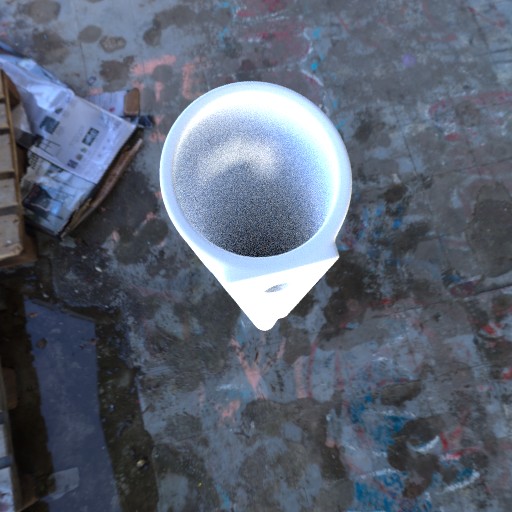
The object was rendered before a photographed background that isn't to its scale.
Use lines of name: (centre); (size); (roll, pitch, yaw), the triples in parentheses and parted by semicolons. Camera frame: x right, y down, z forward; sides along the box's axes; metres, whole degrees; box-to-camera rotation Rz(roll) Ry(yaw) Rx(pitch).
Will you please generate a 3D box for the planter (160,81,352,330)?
planter: (0.000, 0.000, 0.226); (0.057, 0.193, 0.064); (-14, 75, -4)
